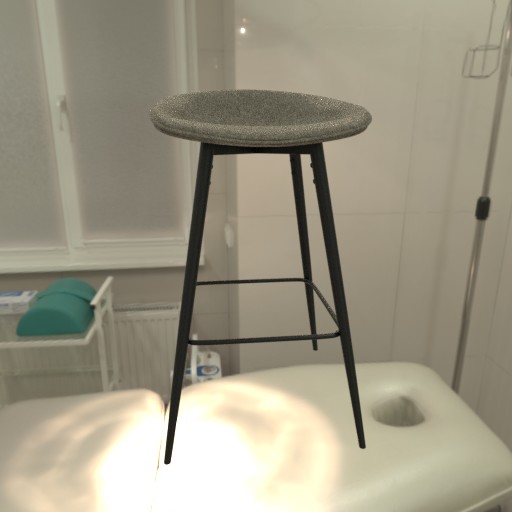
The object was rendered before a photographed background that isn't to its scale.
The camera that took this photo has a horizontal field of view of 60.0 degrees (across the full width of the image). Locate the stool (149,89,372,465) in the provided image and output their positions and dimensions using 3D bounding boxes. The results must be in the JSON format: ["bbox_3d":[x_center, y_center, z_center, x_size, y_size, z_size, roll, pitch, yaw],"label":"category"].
[{"bbox_3d":[0.000,0.000,1.122,0.469,0.814,0.480,-2,17,-6],"label":"stool"}]
